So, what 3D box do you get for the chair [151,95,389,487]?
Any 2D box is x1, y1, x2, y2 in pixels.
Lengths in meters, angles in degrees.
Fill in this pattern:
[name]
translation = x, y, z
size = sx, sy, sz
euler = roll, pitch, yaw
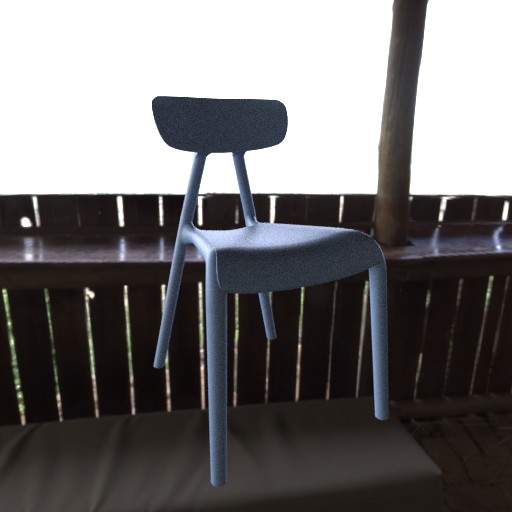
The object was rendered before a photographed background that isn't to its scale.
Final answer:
[chair]
translation = 0.000, 0.000, 0.833
size = 0.356, 0.580, 0.401
euler = -9, 18, -27
